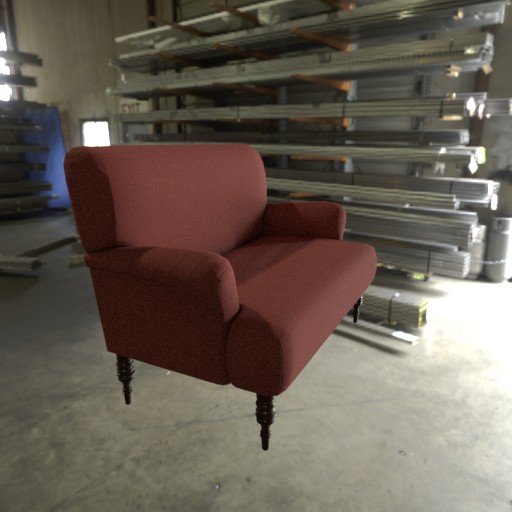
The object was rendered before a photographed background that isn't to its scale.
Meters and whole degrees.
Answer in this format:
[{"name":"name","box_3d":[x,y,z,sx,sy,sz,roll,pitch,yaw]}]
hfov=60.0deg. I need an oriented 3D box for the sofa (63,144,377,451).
[{"name":"sofa","box_3d":[0.000,0.000,1.828,0.779,0.889,1.297,7,16,26]}]
